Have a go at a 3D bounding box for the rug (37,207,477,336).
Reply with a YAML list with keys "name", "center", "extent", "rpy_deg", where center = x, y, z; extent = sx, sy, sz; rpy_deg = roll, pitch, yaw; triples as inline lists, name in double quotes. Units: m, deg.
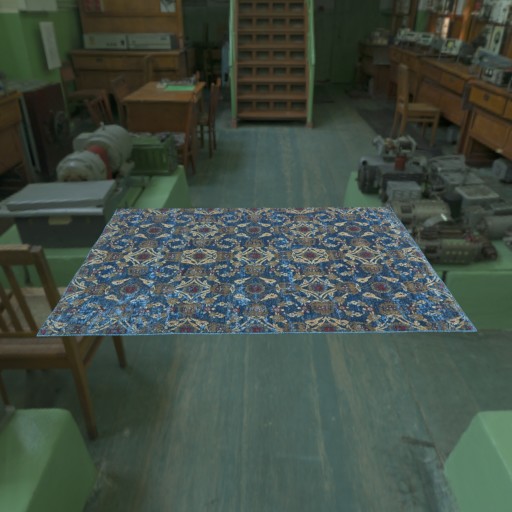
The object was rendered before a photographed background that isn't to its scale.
- name: "rug"
  center: [0.000, 0.000, 4.318]
  extent: [3.291, 0.013, 2.337]
  rpy_deg: [0, 30, -1]
